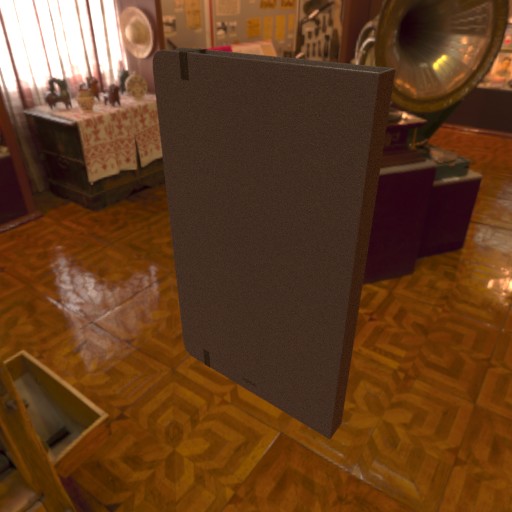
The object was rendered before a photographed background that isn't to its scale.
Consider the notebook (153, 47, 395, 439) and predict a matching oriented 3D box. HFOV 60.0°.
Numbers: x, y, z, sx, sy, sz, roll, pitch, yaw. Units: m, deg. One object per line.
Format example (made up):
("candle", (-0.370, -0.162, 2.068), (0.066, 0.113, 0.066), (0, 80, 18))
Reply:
("notebook", (0.000, 0.000, 0.257), (0.127, 0.213, 0.016), (22, 37, 31))
